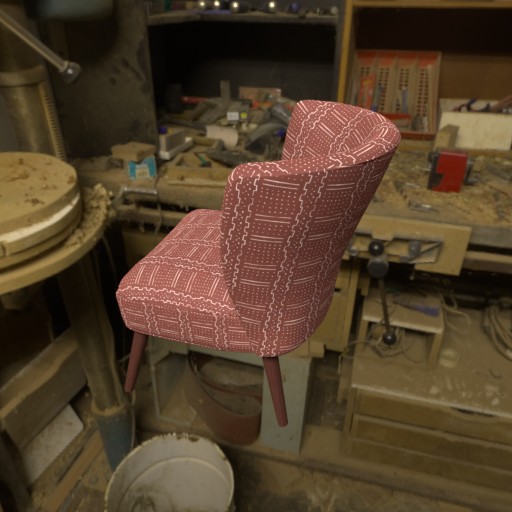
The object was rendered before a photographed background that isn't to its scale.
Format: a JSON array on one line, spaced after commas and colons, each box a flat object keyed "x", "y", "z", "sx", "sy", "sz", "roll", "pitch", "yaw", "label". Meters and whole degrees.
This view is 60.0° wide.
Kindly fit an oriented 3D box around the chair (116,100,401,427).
[{"x": 0.000, "y": 0.000, "z": 1.418, "sx": 0.758, "sy": 0.866, "sz": 0.706, "roll": 9, "pitch": 33, "yaw": 14, "label": "chair"}]
